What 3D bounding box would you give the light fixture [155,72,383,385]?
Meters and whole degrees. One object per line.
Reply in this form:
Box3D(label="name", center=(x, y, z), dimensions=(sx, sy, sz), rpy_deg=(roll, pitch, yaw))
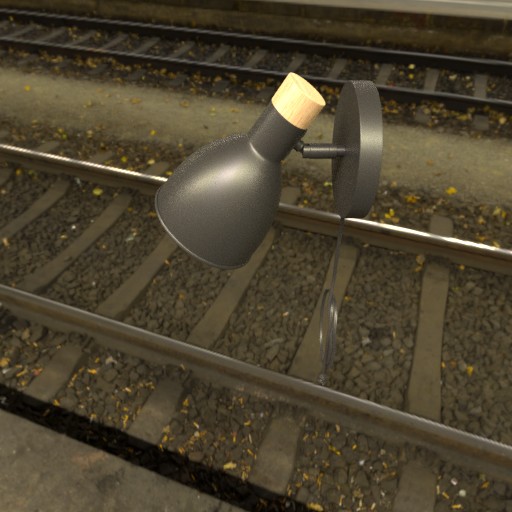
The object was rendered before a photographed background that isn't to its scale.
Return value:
Box3D(label="light fixture", center=(0.000, 0.000, 0.502), dimensions=(0.203, 0.401, 0.127), rpy_deg=(0, 41, 0))
